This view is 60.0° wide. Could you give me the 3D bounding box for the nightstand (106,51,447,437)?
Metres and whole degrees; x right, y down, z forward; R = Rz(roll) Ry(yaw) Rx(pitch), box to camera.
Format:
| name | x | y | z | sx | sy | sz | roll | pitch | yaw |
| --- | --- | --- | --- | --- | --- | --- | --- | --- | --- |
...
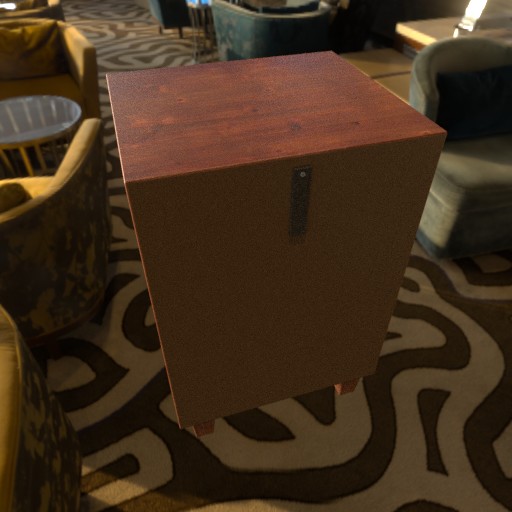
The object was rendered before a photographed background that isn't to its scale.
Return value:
| name | x | y | z | sx | sy | sz | roll | pitch | yaw |
| --- | --- | --- | --- | --- | --- | --- | --- | --- | --- |
| nightstand | 0.000 | 0.000 | 0.969 | 0.465 | 0.695 | 0.410 | -12 | 42 | -13 |
